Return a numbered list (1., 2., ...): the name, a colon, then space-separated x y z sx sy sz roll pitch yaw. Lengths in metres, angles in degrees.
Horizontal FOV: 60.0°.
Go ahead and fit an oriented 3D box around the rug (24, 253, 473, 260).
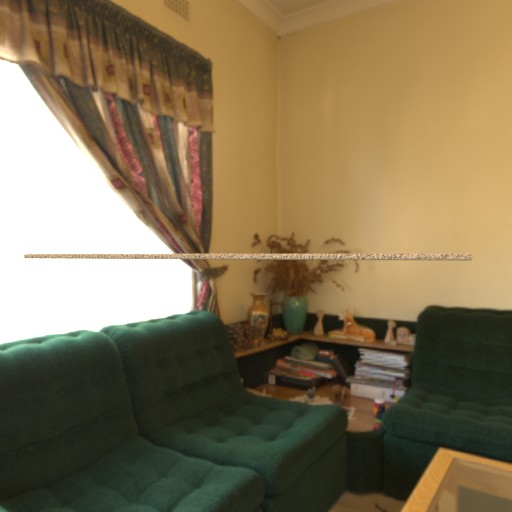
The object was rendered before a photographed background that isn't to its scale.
1. rug: 0.000 0.000 3.004 2.438 0.030 1.524 0 0 17
